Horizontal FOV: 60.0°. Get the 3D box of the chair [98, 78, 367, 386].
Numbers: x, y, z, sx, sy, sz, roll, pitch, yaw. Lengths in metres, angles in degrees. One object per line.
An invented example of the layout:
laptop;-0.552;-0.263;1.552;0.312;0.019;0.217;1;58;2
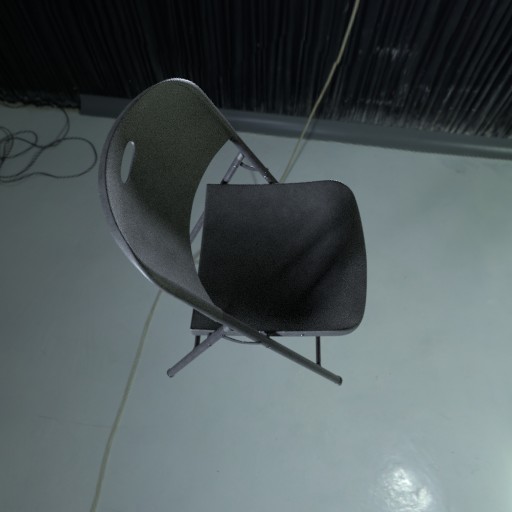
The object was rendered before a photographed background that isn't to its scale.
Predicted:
chair;0.000;0.000;1.157;0.566;0.810;0.494;2;63;1
